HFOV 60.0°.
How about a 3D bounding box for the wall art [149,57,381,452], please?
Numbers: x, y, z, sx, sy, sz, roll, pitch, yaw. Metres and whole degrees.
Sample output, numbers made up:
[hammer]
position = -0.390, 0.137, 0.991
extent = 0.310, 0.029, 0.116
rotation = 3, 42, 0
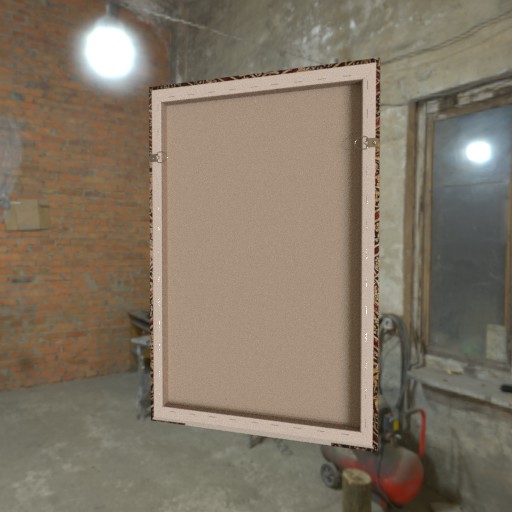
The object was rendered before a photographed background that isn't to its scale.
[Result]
[wall art]
position = 0.000, 0.000, 1.119
extent = 0.599, 0.904, 0.030
rotation = 0, 1, 18
